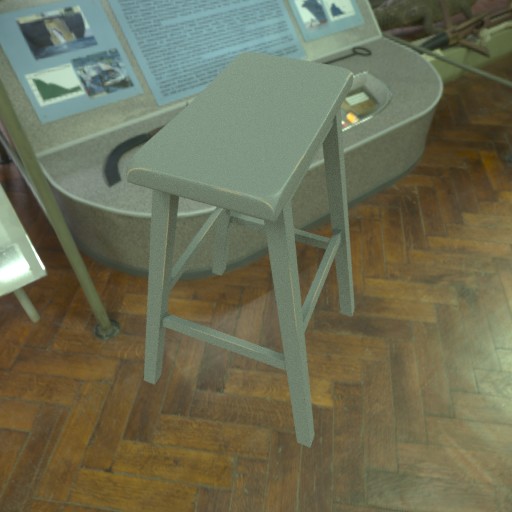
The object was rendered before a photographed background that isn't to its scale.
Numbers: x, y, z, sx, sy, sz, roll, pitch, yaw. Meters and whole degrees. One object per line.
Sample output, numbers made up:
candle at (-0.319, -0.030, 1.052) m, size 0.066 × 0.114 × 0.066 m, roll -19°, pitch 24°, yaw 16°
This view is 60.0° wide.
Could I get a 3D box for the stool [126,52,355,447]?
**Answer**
stool at (0.000, 0.000, 1.030) m, size 0.476 × 0.737 × 0.457 m, roll 17°, pitch 49°, yaw 15°
